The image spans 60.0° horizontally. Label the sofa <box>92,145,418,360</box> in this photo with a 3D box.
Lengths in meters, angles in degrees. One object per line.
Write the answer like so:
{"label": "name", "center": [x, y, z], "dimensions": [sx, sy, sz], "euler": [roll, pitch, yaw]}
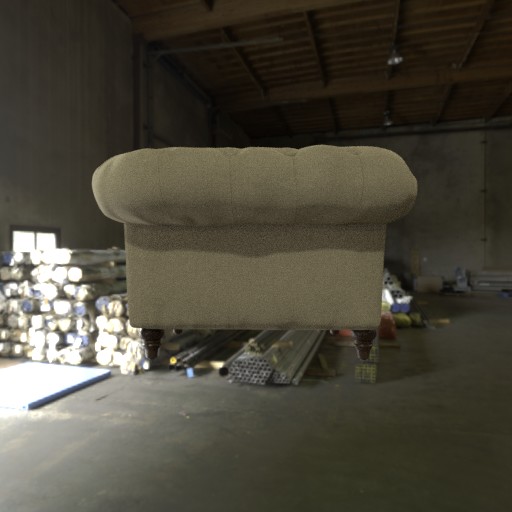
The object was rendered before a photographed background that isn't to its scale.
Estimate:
{"label": "sofa", "center": [0.000, 0.000, 2.065], "dimensions": [1.405, 0.878, 1.034], "euler": [0, 0, 1]}
